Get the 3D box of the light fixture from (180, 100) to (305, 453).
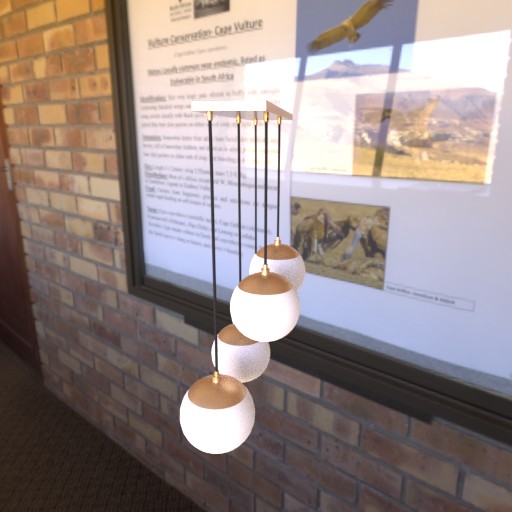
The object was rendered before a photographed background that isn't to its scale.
[{"bbox_3d":[0.000,0.000,1.384,0.299,0.869,0.863,2,16,8],"label":"light fixture"}]
